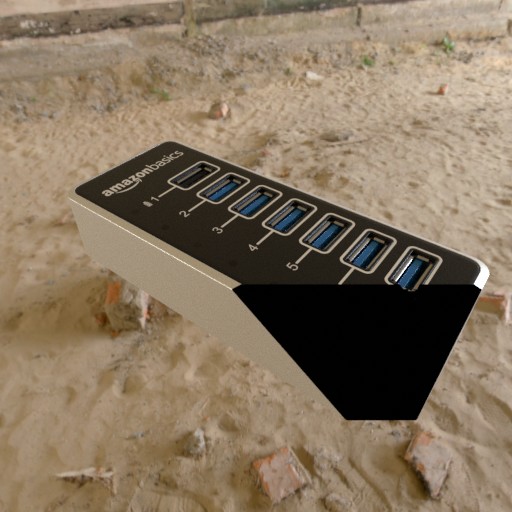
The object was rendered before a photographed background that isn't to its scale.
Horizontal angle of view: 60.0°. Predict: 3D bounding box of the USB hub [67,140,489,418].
[{"bbox_3d":[0.000,0.000,0.125,0.110,0.023,0.044,27,48,27],"label":"USB hub"}]
